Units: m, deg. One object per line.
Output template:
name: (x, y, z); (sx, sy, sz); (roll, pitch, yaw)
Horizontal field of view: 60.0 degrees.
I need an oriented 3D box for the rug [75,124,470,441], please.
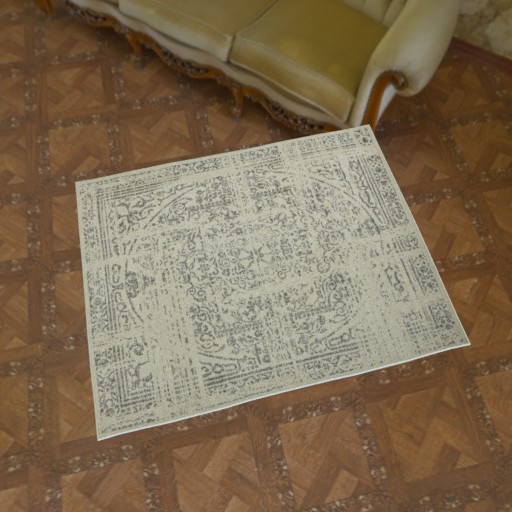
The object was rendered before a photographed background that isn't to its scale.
rug: (0.000, 0.000, 3.801); (2.921, 0.032, 2.311); (-13, 65, -6)
